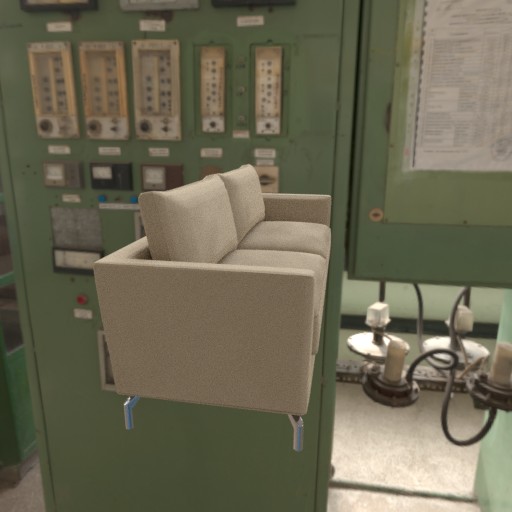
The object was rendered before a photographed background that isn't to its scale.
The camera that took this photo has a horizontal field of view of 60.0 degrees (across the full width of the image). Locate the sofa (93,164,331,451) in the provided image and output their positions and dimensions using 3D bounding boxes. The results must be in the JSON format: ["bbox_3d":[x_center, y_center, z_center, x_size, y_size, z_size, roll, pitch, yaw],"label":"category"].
[{"bbox_3d":[0.000,0.000,2.721,0.868,1.005,2.214,3,16,10],"label":"sofa"}]
